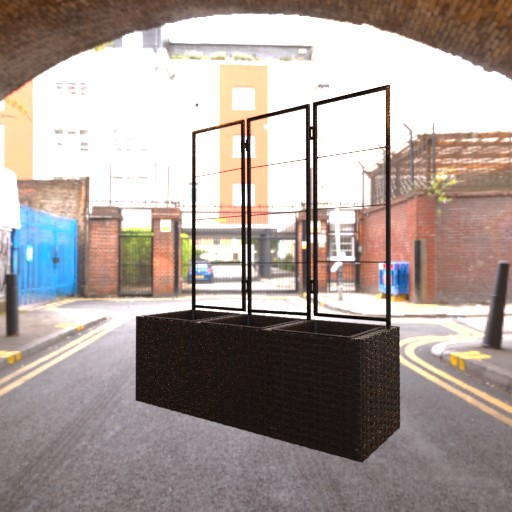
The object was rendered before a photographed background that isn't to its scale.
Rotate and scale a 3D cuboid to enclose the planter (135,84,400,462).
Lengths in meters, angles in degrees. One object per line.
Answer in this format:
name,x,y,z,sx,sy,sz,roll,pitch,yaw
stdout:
planter,0.000,0.000,1.194,0.698,0.841,0.244,-1,-1,36
